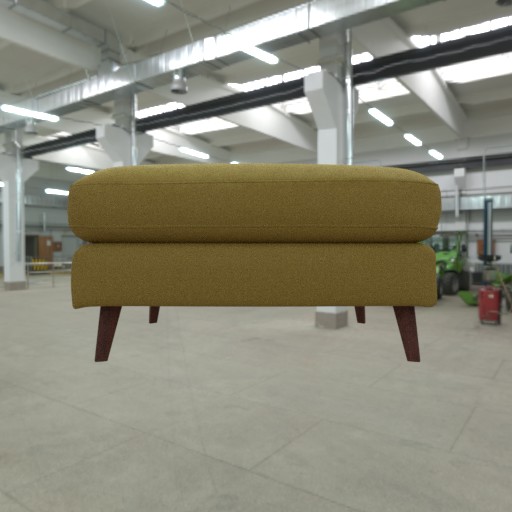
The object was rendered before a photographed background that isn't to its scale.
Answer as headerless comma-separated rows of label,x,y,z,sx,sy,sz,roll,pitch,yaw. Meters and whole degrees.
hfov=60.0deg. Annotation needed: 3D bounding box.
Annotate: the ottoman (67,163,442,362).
ottoman,0.000,0.000,1.206,0.811,0.449,0.608,0,1,0
